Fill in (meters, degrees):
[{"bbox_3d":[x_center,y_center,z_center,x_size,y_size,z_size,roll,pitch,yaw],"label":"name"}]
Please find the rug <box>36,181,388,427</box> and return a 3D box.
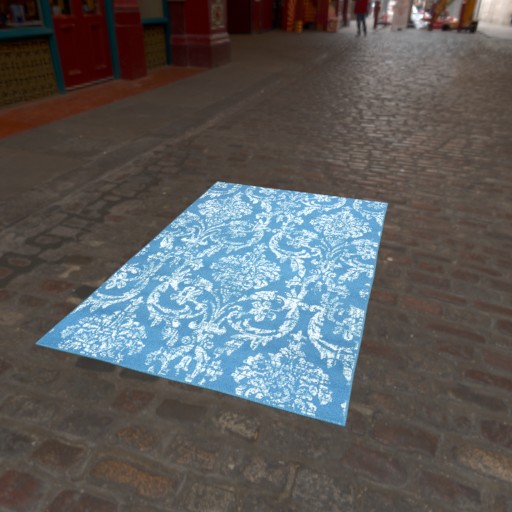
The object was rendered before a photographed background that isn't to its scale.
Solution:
[{"bbox_3d":[0.000,0.000,2.317,1.211,0.012,1.833,10,32,16],"label":"rug"}]
